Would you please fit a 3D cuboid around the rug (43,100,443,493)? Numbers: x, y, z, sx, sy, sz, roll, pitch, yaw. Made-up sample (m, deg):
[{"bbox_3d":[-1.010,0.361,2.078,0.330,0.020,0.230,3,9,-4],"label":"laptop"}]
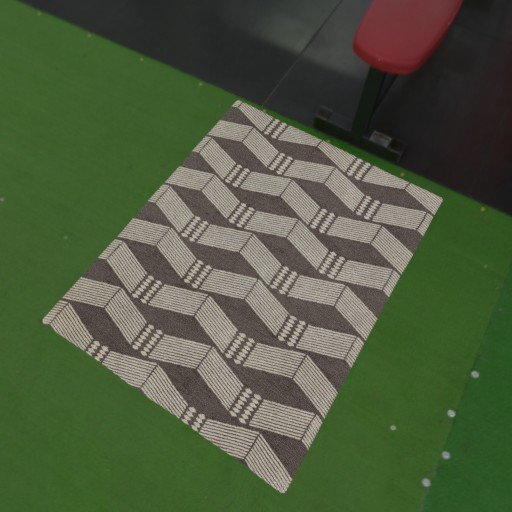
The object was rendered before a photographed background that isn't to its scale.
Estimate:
[{"bbox_3d":[0.000,0.000,4.086,2.438,0.016,3.048,30,68,14],"label":"rug"}]
